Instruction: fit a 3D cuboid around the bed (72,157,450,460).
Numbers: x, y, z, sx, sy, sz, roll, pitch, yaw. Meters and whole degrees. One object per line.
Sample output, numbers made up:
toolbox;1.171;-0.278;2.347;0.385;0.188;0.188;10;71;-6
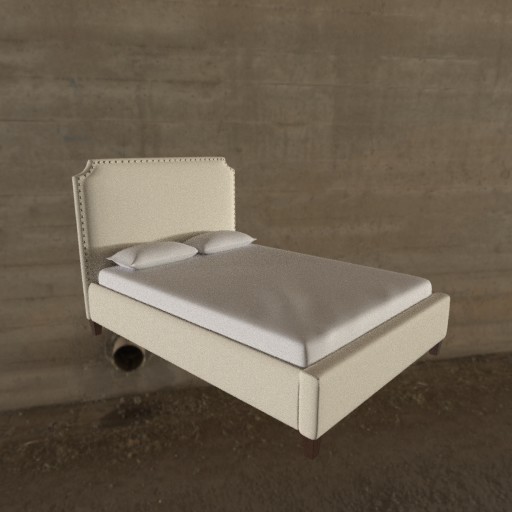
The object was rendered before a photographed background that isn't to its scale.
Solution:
bed;0.000;0.000;3.396;2.372;1.443;1.712;13;18;42
